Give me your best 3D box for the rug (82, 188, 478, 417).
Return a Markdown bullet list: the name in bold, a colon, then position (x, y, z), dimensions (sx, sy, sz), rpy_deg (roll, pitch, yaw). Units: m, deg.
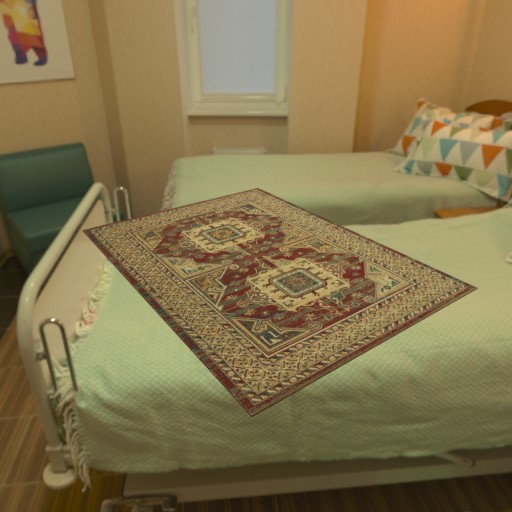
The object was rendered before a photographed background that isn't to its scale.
- **rug**: position (0.000, 0.000, 4.329), dimensions (2.381, 0.013, 3.197), rpy_deg (-19, 33, -31)
